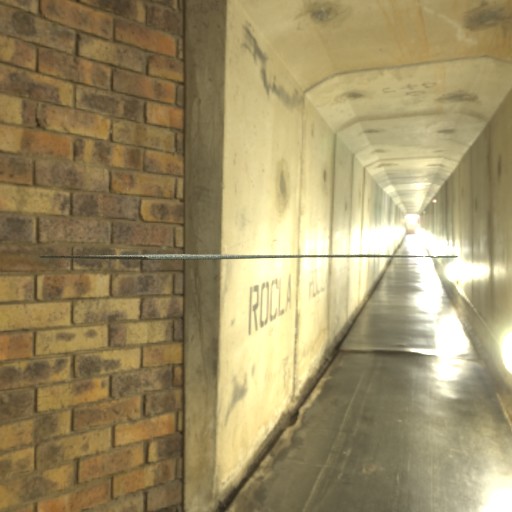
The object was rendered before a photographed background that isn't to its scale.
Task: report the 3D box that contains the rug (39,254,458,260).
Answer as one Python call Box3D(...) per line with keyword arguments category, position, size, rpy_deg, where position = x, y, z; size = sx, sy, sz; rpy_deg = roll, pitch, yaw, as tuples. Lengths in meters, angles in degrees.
Box3D(category="rug", position=(0.000, 0.000, 5.206), size=(4.078, 0.052, 2.802), rpy_deg=(0, 0, -39))
